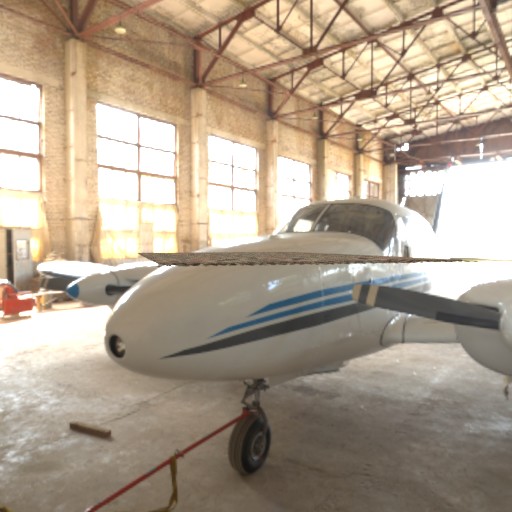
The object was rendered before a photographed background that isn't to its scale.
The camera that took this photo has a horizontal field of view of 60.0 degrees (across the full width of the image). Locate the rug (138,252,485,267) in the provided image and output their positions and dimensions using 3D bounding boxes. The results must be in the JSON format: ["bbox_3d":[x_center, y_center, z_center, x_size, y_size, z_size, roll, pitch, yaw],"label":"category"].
[{"bbox_3d":[0.000,0.000,3.013,1.524,0.011,2.438,0,2,-17],"label":"rug"}]
